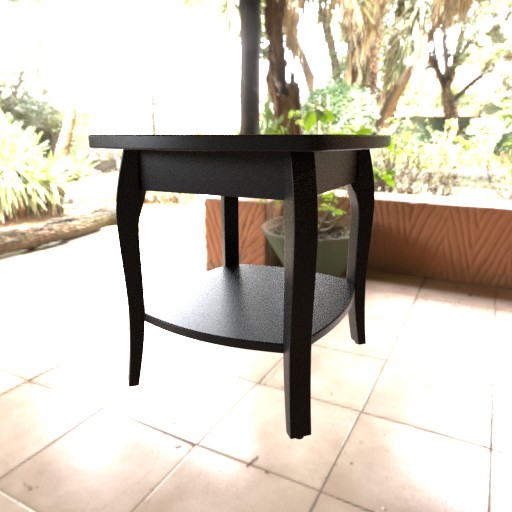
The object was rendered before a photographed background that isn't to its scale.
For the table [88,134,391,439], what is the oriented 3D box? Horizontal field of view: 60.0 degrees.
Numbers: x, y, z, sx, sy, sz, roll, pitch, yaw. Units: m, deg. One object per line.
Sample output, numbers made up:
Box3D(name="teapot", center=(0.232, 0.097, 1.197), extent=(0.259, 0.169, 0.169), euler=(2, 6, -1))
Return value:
Box3D(name="table", center=(0.000, 0.000, 0.867), extent=(0.457, 0.457, 0.508), euler=(8, 17, 26))
